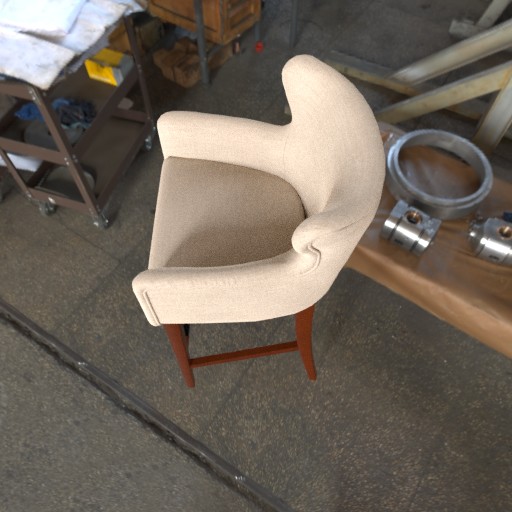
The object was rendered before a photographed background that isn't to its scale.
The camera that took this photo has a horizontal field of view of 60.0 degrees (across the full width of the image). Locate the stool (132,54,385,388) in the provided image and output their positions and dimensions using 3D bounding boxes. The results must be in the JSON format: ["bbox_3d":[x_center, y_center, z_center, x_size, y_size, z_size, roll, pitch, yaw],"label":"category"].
[{"bbox_3d":[0.000,0.000,1.378,0.563,1.034,0.556,0,58,0],"label":"stool"}]
